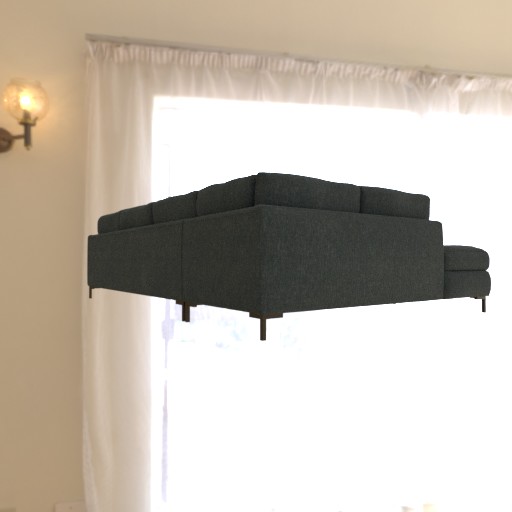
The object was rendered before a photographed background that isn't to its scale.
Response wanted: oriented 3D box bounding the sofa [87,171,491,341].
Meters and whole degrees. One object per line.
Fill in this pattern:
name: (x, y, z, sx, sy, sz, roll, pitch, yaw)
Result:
sofa: (0.000, 0.000, 3.733, 2.007, 0.815, 2.949, 1, -1, -35)
